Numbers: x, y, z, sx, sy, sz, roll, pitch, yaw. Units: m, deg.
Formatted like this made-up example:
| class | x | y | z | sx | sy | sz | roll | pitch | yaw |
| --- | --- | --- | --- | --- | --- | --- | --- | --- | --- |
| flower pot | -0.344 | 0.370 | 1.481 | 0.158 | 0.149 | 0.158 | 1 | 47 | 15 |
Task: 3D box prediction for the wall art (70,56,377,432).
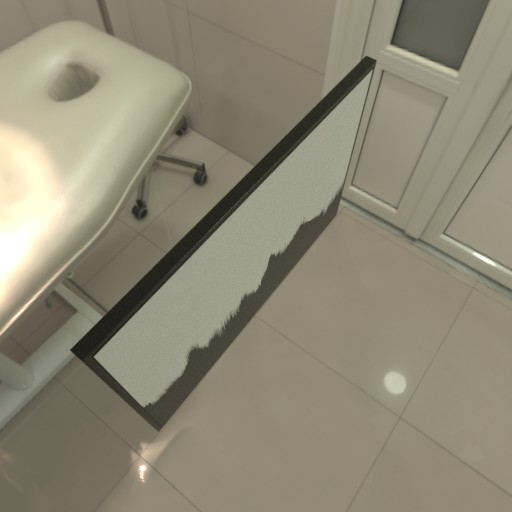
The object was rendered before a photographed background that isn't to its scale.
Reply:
| class | x | y | z | sx | sy | sz | roll | pitch | yaw |
| --- | --- | --- | --- | --- | --- | --- | --- | --- | --- |
| wall art | 0.000 | 0.000 | 0.816 | 0.022 | 0.446 | 0.659 | 33 | 64 | 18 |
